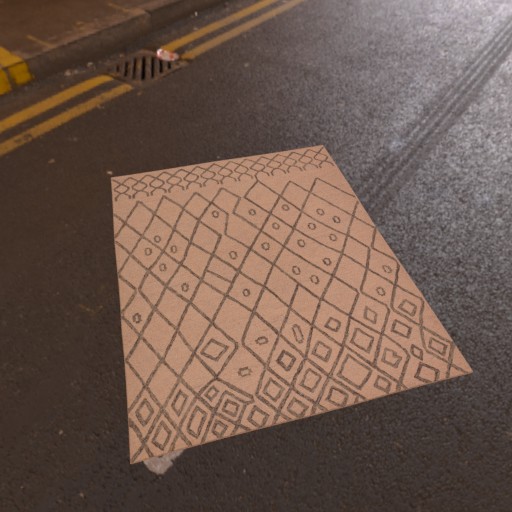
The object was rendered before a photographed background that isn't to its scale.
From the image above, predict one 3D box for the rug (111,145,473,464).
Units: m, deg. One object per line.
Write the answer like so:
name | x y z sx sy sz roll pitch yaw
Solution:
rug | 0.000 0.000 3.994 2.446 0.015 3.046 -11 48 -10
